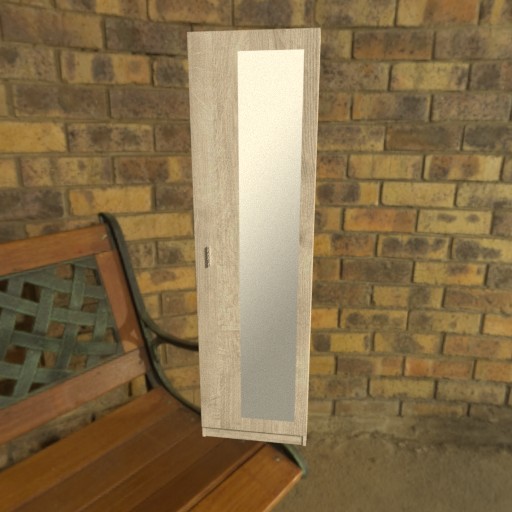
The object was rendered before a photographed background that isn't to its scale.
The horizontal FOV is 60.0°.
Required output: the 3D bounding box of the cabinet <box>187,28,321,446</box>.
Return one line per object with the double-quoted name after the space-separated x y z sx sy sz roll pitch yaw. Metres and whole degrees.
0.000 0.000 1.971 0.500 1.790 0.230 2 15 8 "cabinet"
